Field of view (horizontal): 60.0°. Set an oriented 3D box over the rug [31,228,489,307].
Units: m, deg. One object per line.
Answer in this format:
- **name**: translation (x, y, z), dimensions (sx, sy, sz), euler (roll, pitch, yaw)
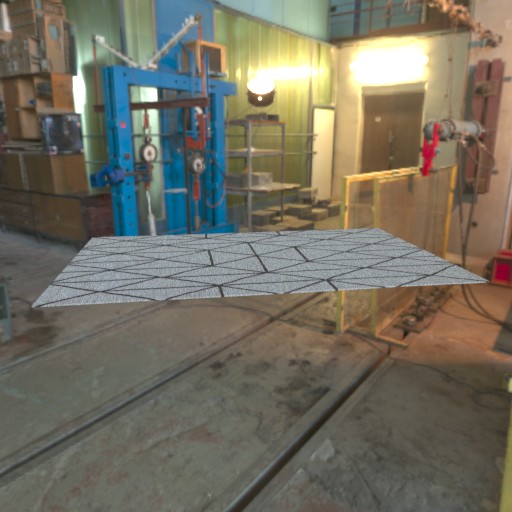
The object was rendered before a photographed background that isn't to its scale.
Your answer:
- **rug**: translation (0.000, 0.000, 3.073), dimensions (2.465, 0.008, 1.526), euler (-2, 15, -9)
